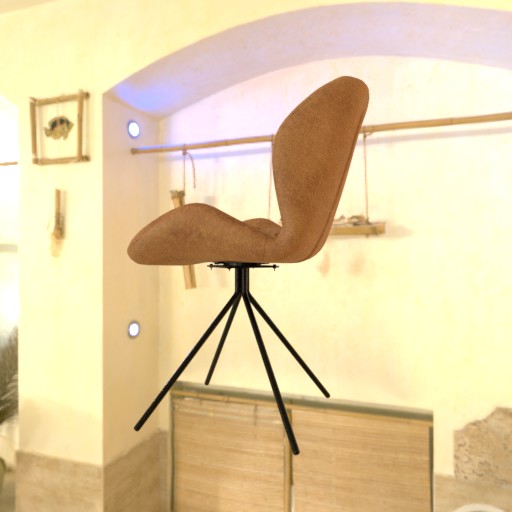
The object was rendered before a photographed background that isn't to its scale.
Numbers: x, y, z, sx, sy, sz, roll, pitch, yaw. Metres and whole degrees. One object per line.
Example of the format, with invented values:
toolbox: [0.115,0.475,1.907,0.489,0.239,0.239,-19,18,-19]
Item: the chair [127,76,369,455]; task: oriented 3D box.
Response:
chair: [0.000,0.000,1.293,0.640,0.929,0.527,0,0,19]
